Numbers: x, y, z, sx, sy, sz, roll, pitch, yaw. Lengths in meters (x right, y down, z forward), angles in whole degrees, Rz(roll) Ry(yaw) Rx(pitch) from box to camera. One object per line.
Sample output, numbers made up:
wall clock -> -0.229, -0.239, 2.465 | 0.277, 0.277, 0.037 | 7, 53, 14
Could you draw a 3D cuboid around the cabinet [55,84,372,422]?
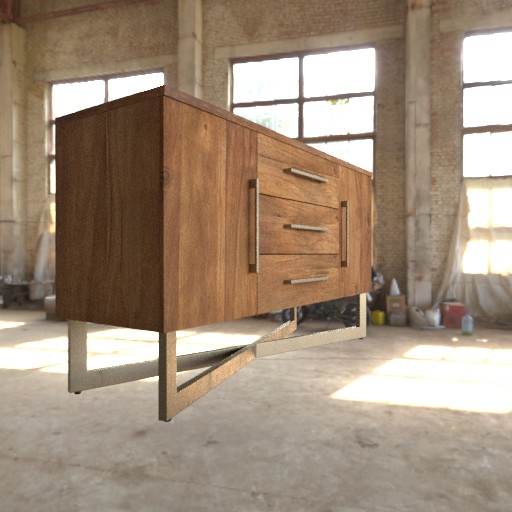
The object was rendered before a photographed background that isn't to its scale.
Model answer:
cabinet -> 0.000, 0.000, 1.726 | 0.480, 0.812, 1.373 | 0, 0, 35
